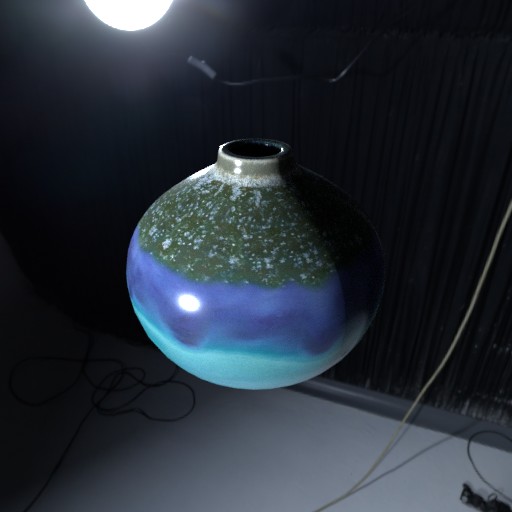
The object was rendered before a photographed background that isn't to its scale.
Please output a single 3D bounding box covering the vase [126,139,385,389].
[{"bbox_3d":[0.000,0.000,0.270,0.154,0.133,0.154,0,30,0],"label":"vase"}]
